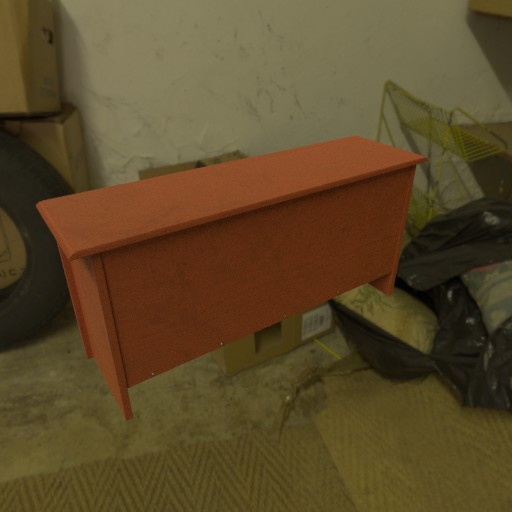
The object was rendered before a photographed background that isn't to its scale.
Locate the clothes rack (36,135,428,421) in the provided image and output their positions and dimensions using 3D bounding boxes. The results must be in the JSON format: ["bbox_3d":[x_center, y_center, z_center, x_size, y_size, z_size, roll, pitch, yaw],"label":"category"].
[{"bbox_3d":[0.000,0.000,1.561,1.251,0.594,0.362,-19,35,-29],"label":"clothes rack"}]
